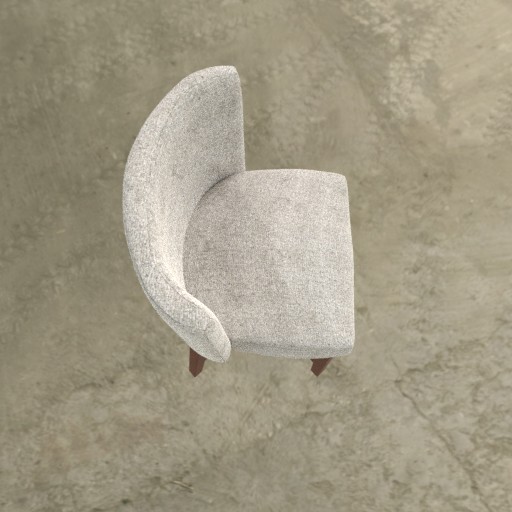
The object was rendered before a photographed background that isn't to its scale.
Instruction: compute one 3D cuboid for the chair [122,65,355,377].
[{"bbox_3d":[0.000,0.000,1.324,0.575,0.827,0.728,3,63,1],"label":"chair"}]
